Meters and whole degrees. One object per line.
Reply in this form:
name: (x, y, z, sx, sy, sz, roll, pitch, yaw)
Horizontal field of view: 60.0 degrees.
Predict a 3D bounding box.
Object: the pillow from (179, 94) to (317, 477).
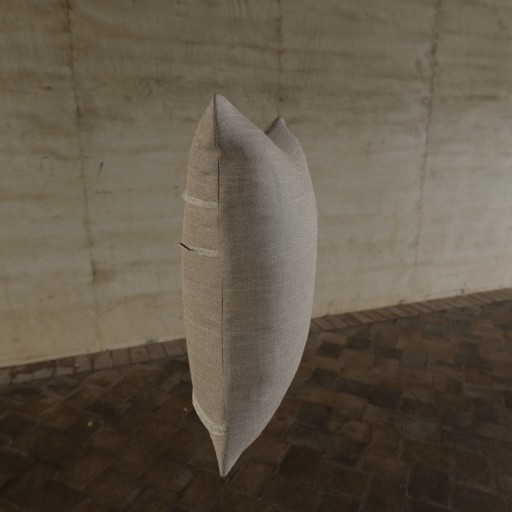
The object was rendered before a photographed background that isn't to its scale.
pillow: (0.000, 0.000, 0.633, 0.169, 0.400, 0.424, 3, 15, 11)
